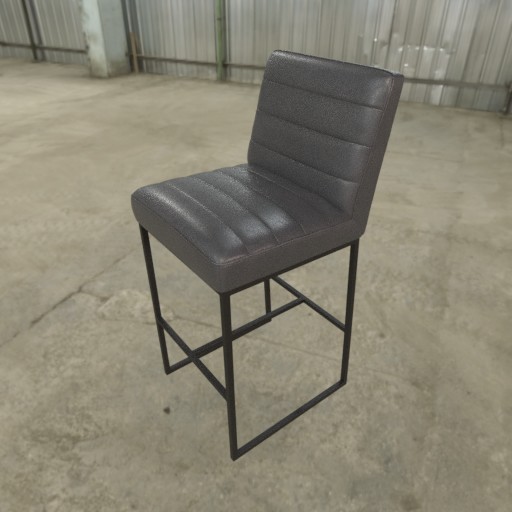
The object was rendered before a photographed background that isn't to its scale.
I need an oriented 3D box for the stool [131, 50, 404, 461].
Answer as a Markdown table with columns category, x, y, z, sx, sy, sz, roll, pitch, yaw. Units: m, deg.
| category | x | y | z | sx | sy | sz | roll | pitch | yaw |
| --- | --- | --- | --- | --- | --- | --- | --- | --- | --- |
| stool | 0.000 | 0.000 | 1.311 | 0.552 | 1.040 | 0.457 | -23 | 39 | -31 |
